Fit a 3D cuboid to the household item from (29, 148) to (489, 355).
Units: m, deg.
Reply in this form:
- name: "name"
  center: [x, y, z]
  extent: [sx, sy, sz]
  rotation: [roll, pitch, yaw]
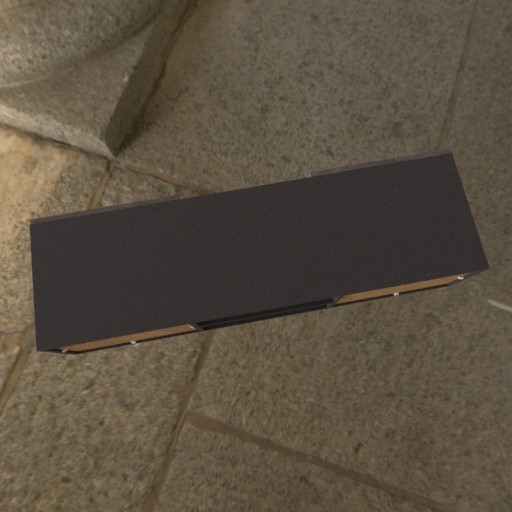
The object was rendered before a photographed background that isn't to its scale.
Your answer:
- name: "household item"
  center: [0.000, 0.000, 1.548]
  extent: [1.400, 0.310, 0.420]
  rotation: [-10, 75, -3]
